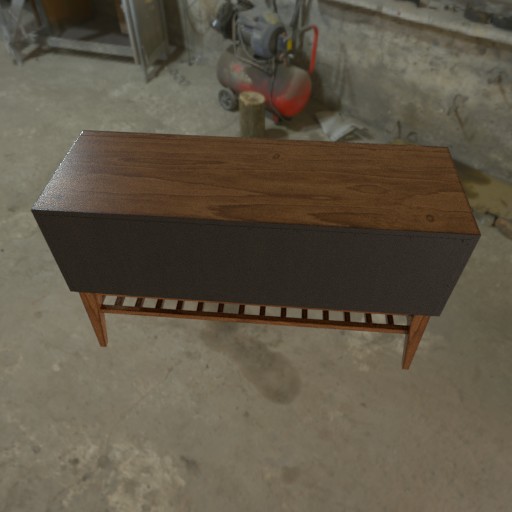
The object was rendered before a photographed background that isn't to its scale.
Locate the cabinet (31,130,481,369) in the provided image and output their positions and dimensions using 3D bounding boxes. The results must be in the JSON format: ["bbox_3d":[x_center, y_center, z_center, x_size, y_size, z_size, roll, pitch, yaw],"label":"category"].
[{"bbox_3d":[0.000,0.000,1.790,1.363,0.802,0.477,4,47,3],"label":"cabinet"}]
